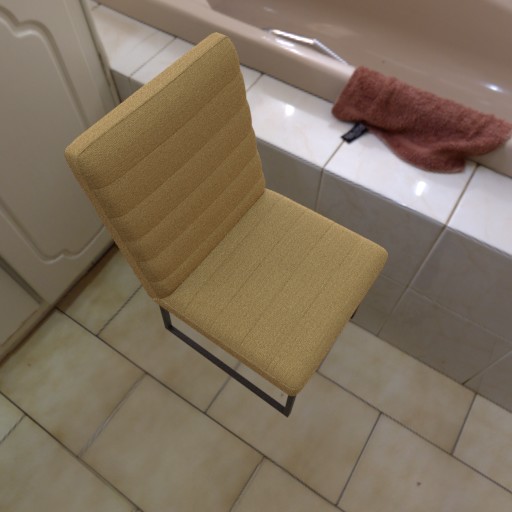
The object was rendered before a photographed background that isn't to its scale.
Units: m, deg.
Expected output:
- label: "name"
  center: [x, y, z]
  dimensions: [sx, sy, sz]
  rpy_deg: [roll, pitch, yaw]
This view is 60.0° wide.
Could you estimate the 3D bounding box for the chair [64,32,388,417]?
- label: "chair"
  center: [0.000, 0.000, 1.294]
  dimensions: [0.634, 0.930, 0.520]
  rpy_deg: [32, 64, 18]
